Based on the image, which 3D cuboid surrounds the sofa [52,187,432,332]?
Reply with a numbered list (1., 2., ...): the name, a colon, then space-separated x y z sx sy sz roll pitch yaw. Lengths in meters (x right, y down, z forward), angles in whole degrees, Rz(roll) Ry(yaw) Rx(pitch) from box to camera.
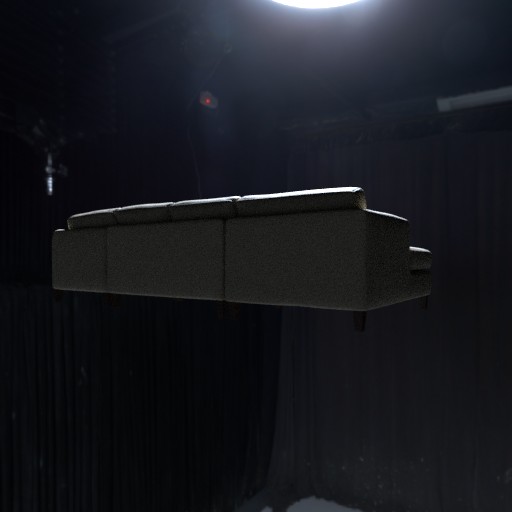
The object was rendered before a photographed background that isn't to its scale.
1. sofa: 0.000 0.000 4.683 3.460 0.959 2.593 0 -1 35
